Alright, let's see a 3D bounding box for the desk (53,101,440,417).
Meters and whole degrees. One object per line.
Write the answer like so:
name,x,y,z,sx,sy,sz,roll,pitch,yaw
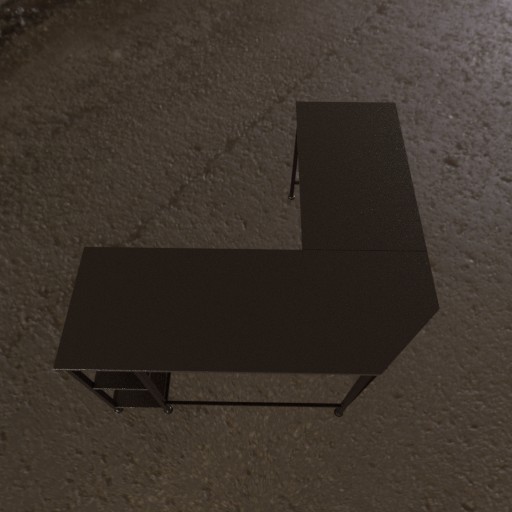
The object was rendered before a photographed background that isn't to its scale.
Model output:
desk,0.000,0.000,2.194,1.379,0.739,1.379,1,59,0
